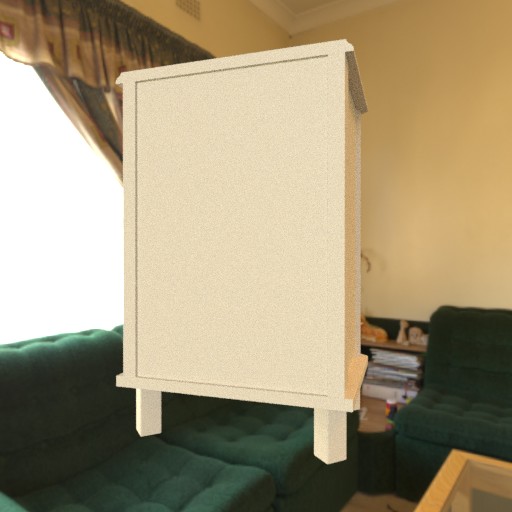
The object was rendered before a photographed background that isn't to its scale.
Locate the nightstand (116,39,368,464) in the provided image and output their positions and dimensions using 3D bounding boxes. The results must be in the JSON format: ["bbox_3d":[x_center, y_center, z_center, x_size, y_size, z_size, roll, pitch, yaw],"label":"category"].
[{"bbox_3d":[0.000,0.000,0.925,0.435,0.681,0.351,0,0,18],"label":"nightstand"}]
